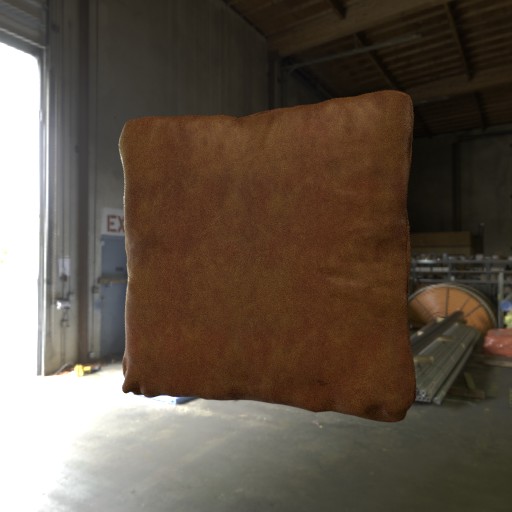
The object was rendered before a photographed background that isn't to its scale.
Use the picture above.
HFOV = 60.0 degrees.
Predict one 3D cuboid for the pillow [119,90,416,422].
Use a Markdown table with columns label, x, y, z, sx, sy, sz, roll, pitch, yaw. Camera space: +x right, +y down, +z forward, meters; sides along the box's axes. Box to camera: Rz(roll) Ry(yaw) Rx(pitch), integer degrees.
| label | x | y | z | sx | sy | sz | roll | pitch | yaw |
| --- | --- | --- | --- | --- | --- | --- | --- | --- | --- |
| pillow | 0.000 | 0.000 | 0.722 | 0.489 | 0.490 | 0.130 | 0 | -1 | 18 |
